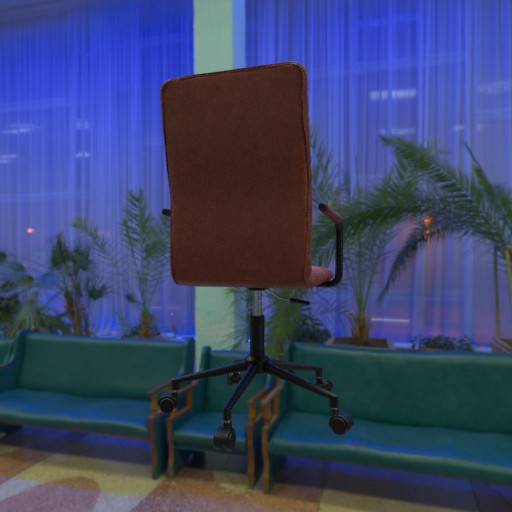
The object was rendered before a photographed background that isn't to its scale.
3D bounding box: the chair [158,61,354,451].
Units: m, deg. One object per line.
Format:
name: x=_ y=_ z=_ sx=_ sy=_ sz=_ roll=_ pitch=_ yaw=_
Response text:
chair: x=0.000 y=0.000 z=1.370 sx=0.608 sy=0.979 sz=0.580 roll=0 pitch=1 yaw=19
